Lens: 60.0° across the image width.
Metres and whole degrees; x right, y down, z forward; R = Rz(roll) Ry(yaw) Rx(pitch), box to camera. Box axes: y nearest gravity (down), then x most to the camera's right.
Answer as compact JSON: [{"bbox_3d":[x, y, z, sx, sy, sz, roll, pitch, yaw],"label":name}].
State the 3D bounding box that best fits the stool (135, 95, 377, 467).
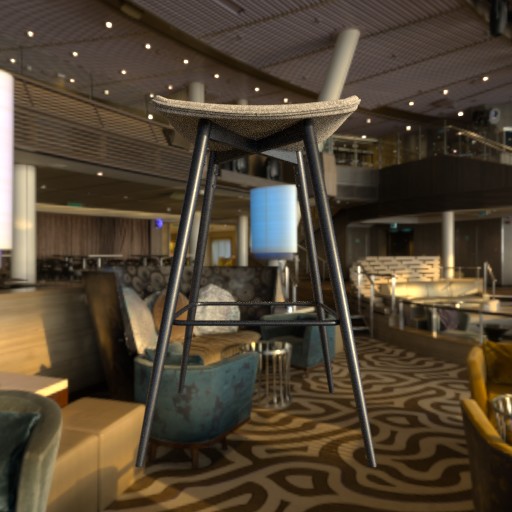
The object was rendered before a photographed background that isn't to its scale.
[{"bbox_3d":[0.000,0.000,1.093,0.469,0.814,0.480,0,0,0],"label":"stool"}]
